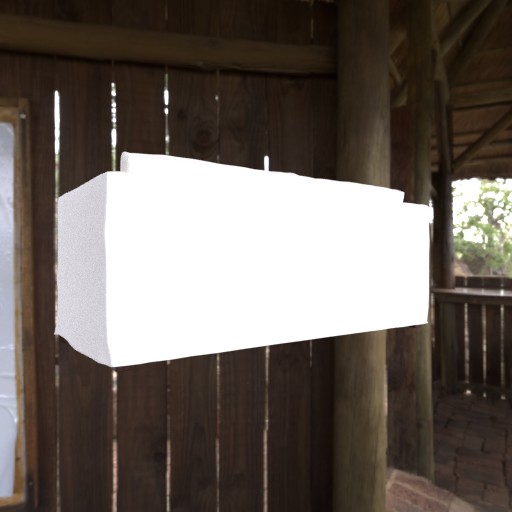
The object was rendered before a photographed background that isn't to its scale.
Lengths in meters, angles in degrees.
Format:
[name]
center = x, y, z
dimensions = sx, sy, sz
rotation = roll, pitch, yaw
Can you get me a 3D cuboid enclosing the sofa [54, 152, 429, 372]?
[sofa]
center = 0.000, 0.000, 2.535
dimensions = 1.987, 0.870, 0.940
rotation = 0, 0, -35
